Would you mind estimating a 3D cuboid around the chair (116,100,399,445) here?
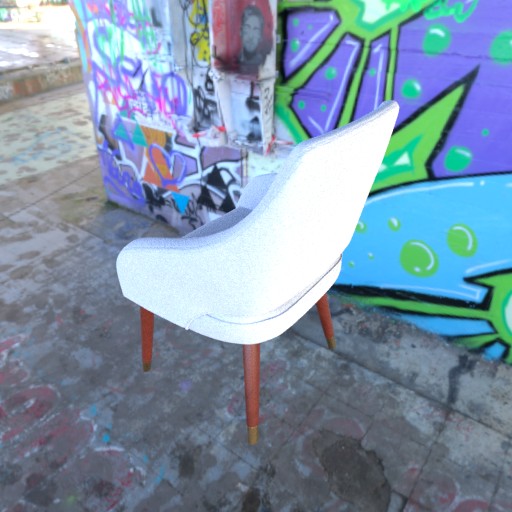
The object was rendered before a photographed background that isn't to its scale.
[{"bbox_3d":[0.000,0.000,1.283,0.600,0.889,0.609,22,38,30],"label":"chair"}]
